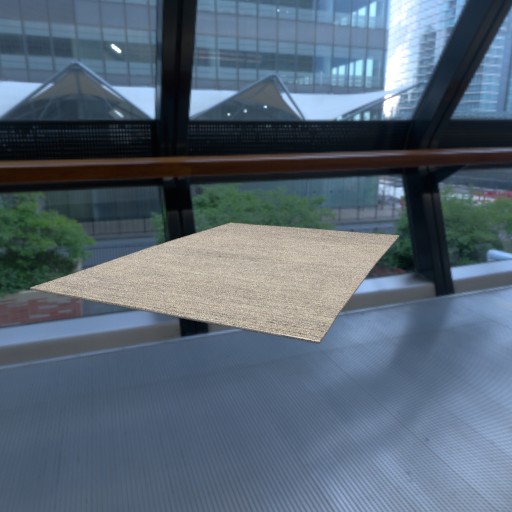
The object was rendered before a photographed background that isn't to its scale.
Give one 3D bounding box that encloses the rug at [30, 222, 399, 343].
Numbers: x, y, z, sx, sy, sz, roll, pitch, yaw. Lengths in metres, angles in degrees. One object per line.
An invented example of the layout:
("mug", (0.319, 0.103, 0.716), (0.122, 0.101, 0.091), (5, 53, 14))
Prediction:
("rug", (0.000, 0.000, 3.046), (1.604, 0.030, 2.307), (6, 15, 24))
